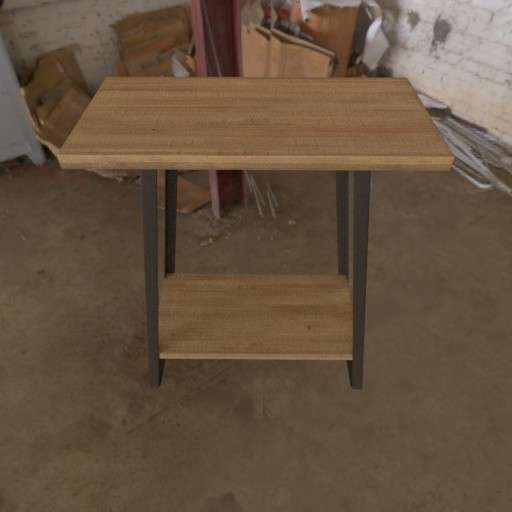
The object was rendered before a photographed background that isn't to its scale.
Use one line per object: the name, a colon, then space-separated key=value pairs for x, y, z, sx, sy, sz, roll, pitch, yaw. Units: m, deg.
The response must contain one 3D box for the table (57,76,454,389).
table: x=0.000 y=0.000 z=1.016 sx=0.599 sy=0.701 sz=0.300 roll=0 pitch=44 yaw=0
